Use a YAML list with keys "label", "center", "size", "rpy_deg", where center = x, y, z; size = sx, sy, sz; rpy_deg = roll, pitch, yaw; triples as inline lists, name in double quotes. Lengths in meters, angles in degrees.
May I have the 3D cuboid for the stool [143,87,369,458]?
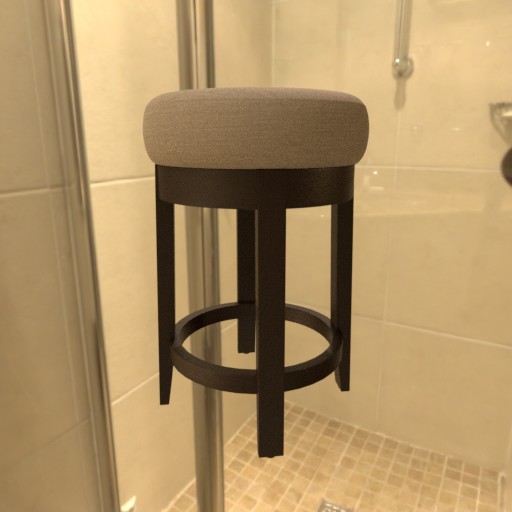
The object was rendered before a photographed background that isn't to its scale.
- label: "stool"
  center: [0.000, 0.000, 0.959]
  size: [0.443, 0.672, 0.443]
  rpy_deg: [0, 15, 0]
